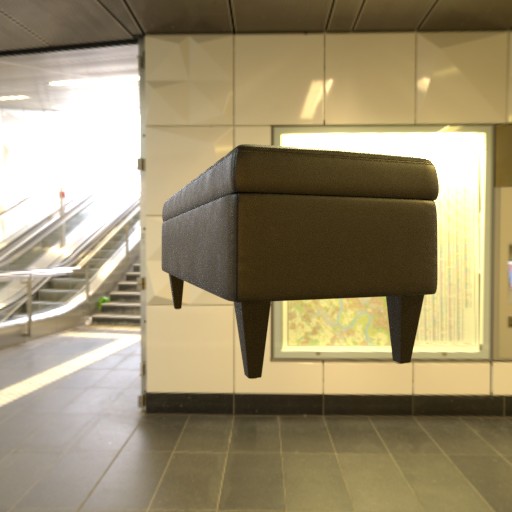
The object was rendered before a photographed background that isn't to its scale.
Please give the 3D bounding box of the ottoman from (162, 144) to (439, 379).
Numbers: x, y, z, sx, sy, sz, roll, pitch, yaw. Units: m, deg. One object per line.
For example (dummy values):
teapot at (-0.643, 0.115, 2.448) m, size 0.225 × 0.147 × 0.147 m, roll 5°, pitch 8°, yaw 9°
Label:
ottoman at (0.000, 0.000, 1.436) m, size 0.482 × 0.469 × 1.151 m, roll 0°, pitch 1°, yaw -18°
